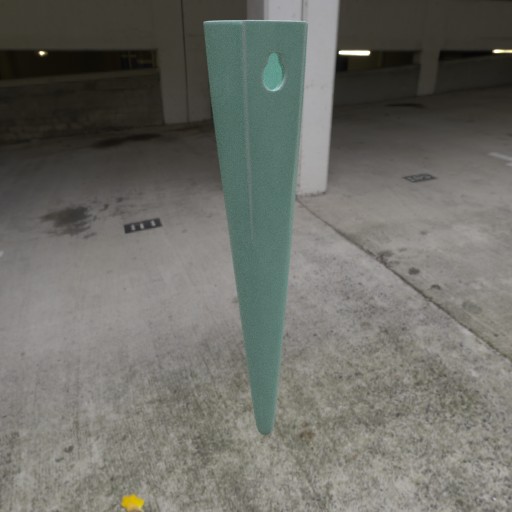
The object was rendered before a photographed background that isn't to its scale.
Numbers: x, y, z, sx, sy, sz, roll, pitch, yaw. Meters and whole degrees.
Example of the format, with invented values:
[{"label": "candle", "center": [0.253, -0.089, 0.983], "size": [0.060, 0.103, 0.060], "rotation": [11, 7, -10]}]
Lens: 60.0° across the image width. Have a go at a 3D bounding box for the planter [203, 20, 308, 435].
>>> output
[{"label": "planter", "center": [0.000, 0.000, 0.286], "size": [0.054, 0.268, 0.055], "rotation": [-8, 27, -17]}]
